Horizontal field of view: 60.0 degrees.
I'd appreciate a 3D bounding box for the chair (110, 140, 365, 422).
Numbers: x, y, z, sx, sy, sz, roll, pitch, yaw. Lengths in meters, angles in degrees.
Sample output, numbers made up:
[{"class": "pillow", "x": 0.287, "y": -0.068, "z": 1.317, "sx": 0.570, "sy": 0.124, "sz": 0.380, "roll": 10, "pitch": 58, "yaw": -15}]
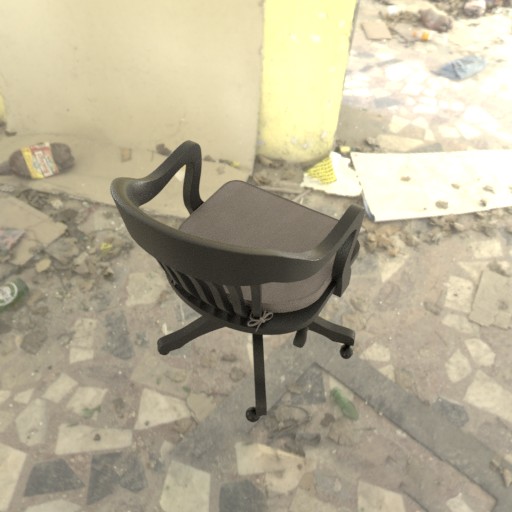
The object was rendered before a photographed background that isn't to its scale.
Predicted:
[{"class": "chair", "x": 0.000, "y": 0.000, "z": 1.461, "sx": 0.750, "sy": 0.878, "sz": 0.788, "roll": 25, "pitch": 52, "yaw": 22}]
